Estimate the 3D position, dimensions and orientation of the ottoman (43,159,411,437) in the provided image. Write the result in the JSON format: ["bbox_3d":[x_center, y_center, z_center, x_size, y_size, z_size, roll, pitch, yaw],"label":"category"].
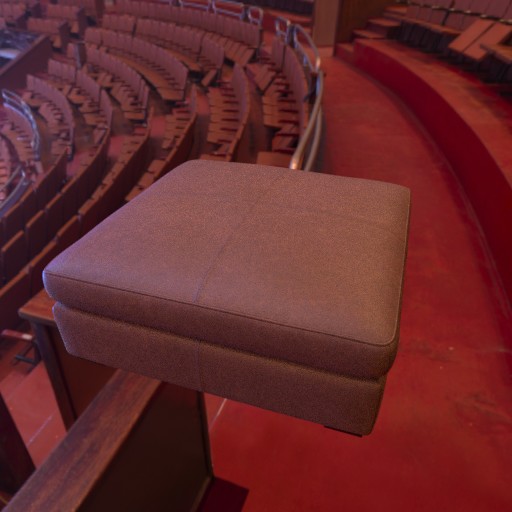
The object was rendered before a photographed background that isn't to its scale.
[{"bbox_3d":[0.000,0.000,1.840,1.168,0.490,1.168,10,34,16],"label":"ottoman"}]
